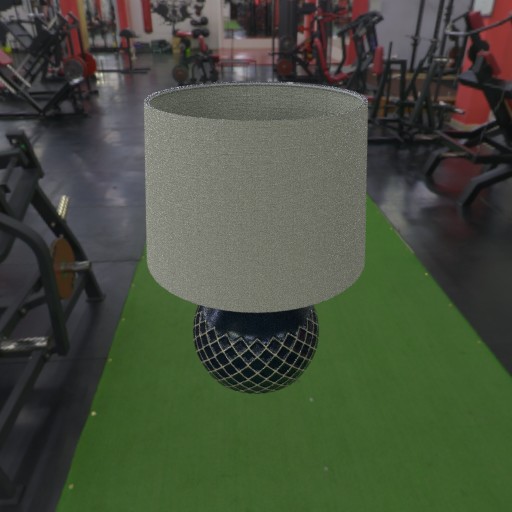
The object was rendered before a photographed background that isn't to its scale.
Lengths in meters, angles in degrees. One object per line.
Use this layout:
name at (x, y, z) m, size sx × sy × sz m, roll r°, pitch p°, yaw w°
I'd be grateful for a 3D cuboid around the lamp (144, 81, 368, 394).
lamp at (0.000, 0.000, 0.788) m, size 0.376 × 0.540 × 0.376 m, roll 0°, pitch 29°, yaw 0°
